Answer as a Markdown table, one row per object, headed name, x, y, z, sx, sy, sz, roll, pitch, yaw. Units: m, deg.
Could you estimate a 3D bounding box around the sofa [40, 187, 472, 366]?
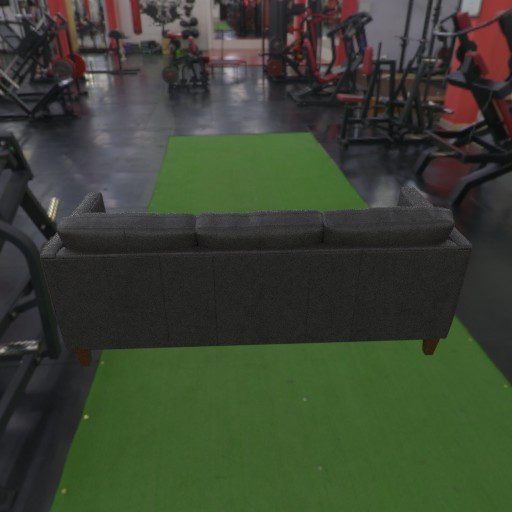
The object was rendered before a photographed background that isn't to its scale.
| name | x | y | z | sx | sy | sz | roll | pitch | yaw |
| --- | --- | --- | --- | --- | --- | --- | --- | --- | --- |
| sofa | 0.000 | 0.000 | 3.074 | 2.464 | 1.006 | 1.045 | -1 | 29 | -2 |
